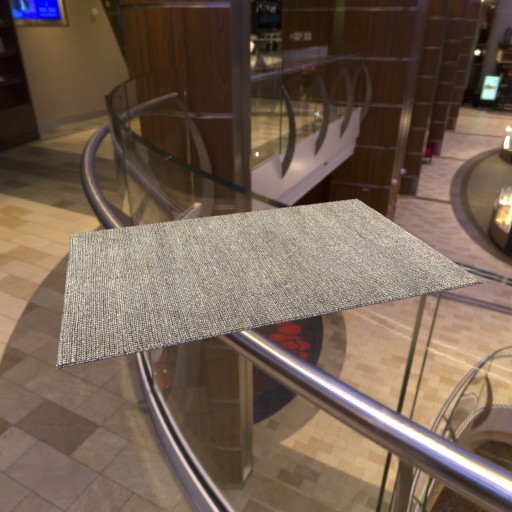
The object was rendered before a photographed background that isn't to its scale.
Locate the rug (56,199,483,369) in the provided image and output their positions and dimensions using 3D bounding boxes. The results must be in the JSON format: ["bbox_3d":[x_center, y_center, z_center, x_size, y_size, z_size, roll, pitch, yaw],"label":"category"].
[{"bbox_3d":[0.000,0.000,3.023,2.443,0.021,1.538,-9,29,-16],"label":"rug"}]
